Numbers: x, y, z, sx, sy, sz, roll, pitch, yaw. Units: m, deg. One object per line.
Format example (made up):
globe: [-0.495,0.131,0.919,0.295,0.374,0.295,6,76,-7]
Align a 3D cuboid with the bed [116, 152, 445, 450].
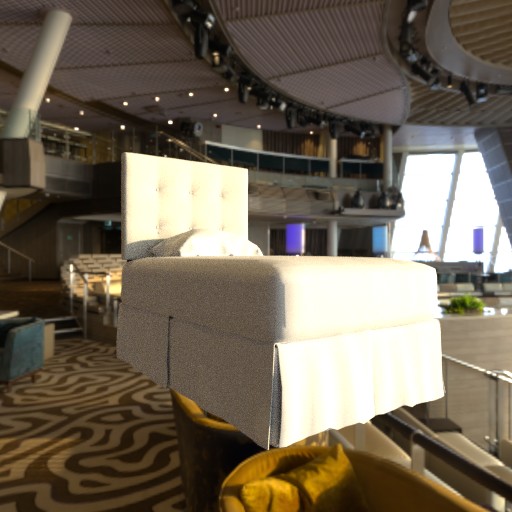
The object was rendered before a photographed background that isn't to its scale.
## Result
bed: [0.000,0.000,2.915,1.261,1.571,1.997,0,0,-36]
